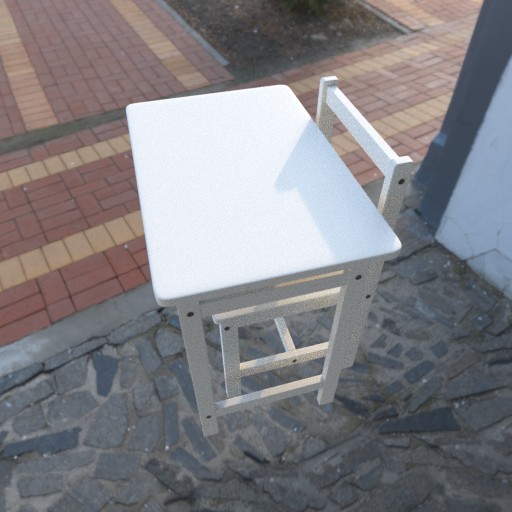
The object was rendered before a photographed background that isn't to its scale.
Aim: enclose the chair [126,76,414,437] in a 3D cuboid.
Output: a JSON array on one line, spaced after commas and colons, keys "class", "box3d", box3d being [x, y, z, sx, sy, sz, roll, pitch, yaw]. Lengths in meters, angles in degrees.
[{"class": "chair", "box3d": [0.000, 0.000, 1.060, 0.461, 0.673, 0.599, -11, 47, -11]}]
